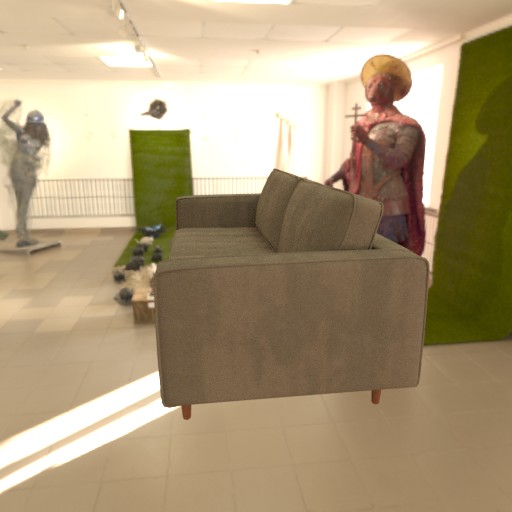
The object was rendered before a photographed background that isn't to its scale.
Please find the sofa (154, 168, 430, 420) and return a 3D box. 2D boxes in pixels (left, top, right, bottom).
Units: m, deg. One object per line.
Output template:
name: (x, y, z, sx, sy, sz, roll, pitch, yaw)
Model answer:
sofa: (0.000, 0.000, 2.354, 0.924, 0.825, 1.920, -2, 15, -8)
